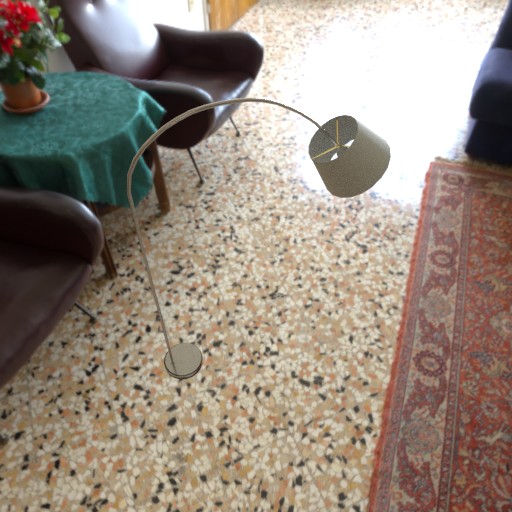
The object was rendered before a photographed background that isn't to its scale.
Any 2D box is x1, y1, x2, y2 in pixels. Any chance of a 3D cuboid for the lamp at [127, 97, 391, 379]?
[{"bbox_3d":[0.000,0.000,2.757,1.445,2.098,0.406,-11,48,-10],"label":"lamp"}]
